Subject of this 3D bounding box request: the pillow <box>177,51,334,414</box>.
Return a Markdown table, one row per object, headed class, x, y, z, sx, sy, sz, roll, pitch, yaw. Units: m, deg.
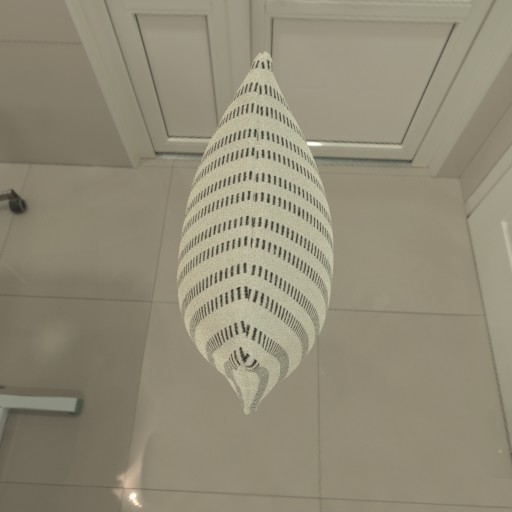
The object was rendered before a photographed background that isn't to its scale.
| class | x | y | z | sx | sy | sz | roll | pitch | yaw |
| --- | --- | --- | --- | --- | --- | --- | --- | --- | --- |
| pillow | 0.000 | 0.000 | 0.705 | 0.247 | 0.419 | 0.438 | 2 | 65 | 1 |
